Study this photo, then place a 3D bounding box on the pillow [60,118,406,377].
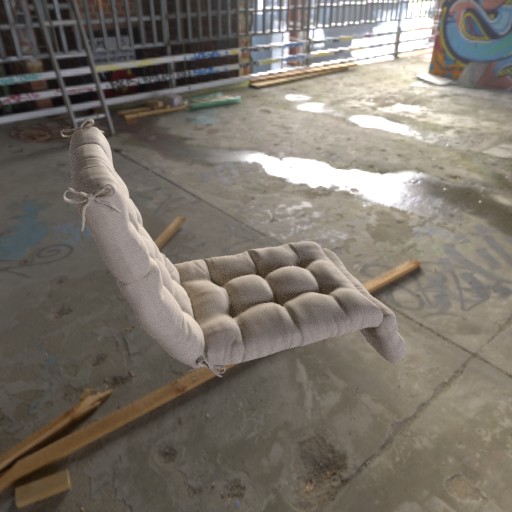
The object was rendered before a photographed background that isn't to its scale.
[{"bbox_3d":[0.000,0.000,1.445,1.016,0.863,0.526,-12,35,-17],"label":"pillow"}]
